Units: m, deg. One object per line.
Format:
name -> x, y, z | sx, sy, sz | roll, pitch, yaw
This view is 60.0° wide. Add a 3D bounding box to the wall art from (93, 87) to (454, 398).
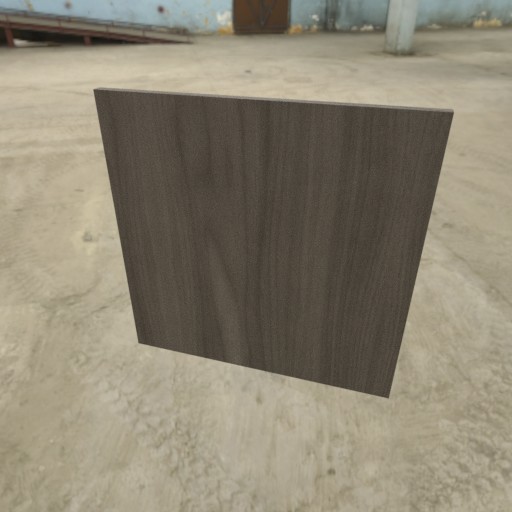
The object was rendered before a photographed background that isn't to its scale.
wall art -> 0.000, 0.000, 0.740 | 0.508, 0.507, 0.016 | 9, 32, 14
